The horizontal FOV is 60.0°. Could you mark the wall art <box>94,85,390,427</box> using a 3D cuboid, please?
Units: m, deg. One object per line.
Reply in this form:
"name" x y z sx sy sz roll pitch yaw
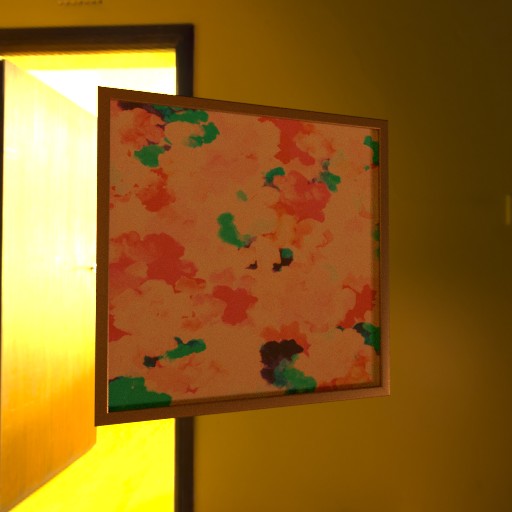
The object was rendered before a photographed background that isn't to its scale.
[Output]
"wall art" 0.000 0.000 1.129 0.767 0.765 0.036 0 -1 -18
